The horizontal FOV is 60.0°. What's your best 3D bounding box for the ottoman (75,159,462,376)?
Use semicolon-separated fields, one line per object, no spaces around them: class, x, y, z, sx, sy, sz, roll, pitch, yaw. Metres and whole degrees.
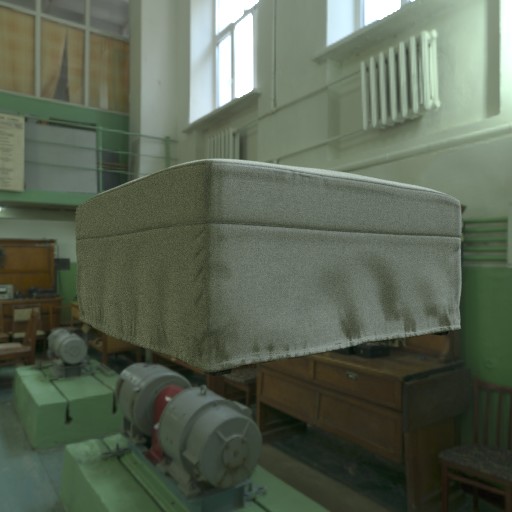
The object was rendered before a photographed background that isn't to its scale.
ottoman;0.000;0.000;1.312;0.840;0.436;0.843;1;-1;-36
